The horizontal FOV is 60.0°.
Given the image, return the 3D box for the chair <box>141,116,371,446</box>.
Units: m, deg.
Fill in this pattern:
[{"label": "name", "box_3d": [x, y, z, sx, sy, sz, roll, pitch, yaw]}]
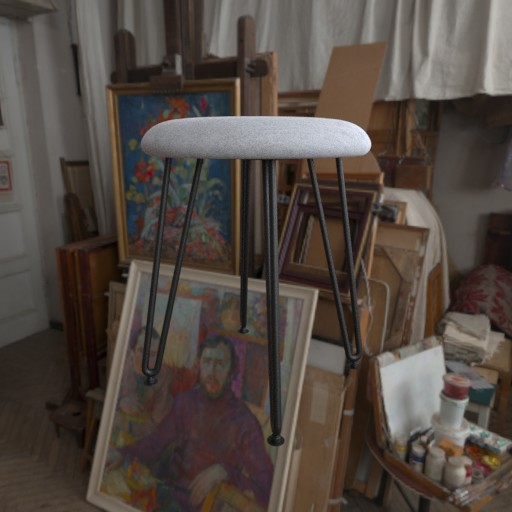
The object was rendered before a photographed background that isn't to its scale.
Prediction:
[{"label": "chair", "box_3d": [0.000, 0.000, 0.653, 0.350, 0.386, 0.350, -2, 15, -8]}]
